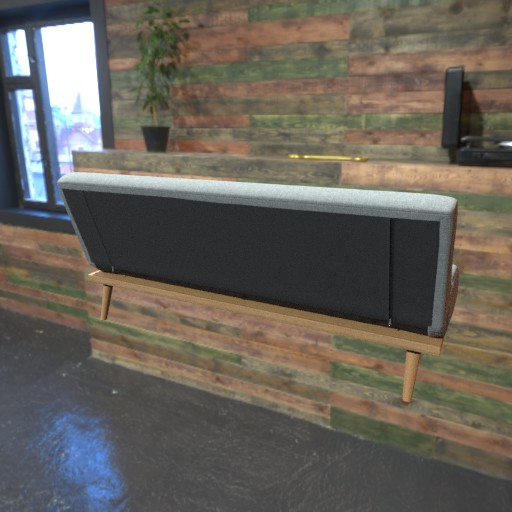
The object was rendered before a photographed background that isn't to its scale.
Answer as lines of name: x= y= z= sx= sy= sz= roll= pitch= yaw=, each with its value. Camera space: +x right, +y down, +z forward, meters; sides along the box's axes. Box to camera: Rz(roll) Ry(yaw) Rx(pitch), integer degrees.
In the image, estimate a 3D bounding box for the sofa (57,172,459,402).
sofa: x=0.000 y=0.000 z=2.188 sx=1.820 sy=0.800 sz=0.800 roll=8 pitch=18 yaw=27
